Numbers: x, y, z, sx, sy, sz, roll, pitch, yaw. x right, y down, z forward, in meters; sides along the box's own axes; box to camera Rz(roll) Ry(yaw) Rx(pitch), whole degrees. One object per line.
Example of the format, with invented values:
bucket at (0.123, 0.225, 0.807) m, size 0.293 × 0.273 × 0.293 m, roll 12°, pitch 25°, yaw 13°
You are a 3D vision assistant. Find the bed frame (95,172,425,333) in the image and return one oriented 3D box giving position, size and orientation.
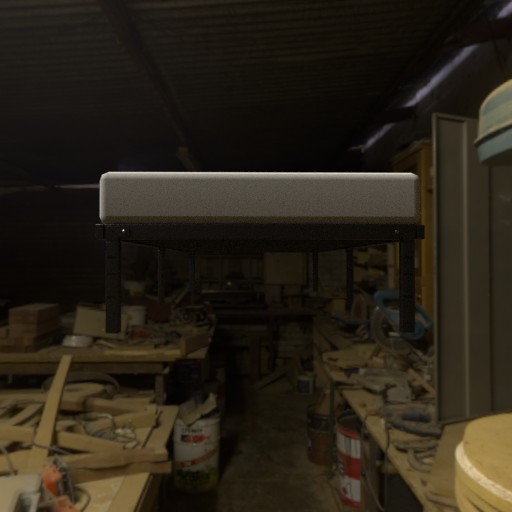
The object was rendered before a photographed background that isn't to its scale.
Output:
bed frame at (0.000, 0.000, 3.162) m, size 1.393 × 0.680 × 2.635 m, roll 0°, pitch -1°, yaw -1°
